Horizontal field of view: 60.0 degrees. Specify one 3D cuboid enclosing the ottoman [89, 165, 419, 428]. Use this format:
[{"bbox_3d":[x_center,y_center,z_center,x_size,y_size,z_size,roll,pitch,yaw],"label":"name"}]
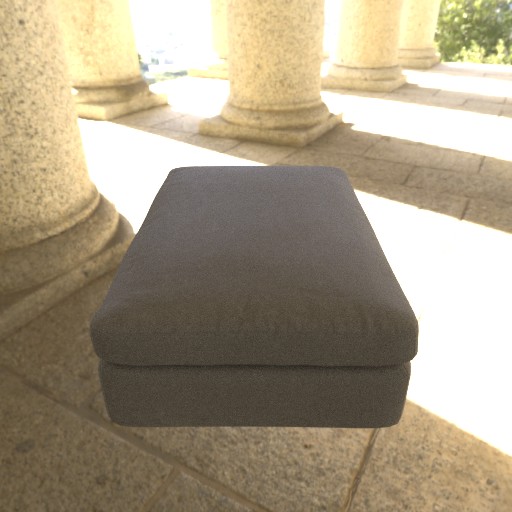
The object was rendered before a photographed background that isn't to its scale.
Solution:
[{"bbox_3d":[0.000,0.000,1.626,0.840,0.429,1.199,0,31,0],"label":"ottoman"}]
